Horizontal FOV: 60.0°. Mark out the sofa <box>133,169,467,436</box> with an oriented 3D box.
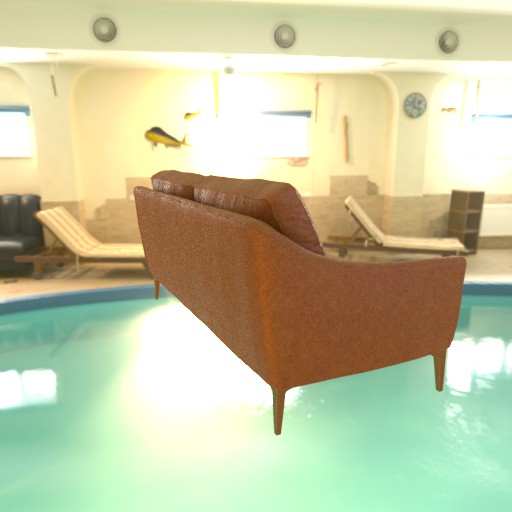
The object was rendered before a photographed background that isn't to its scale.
[{"bbox_3d":[0.000,0.000,2.536,0.981,0.945,2.036,-6,14,-26],"label":"sofa"}]
